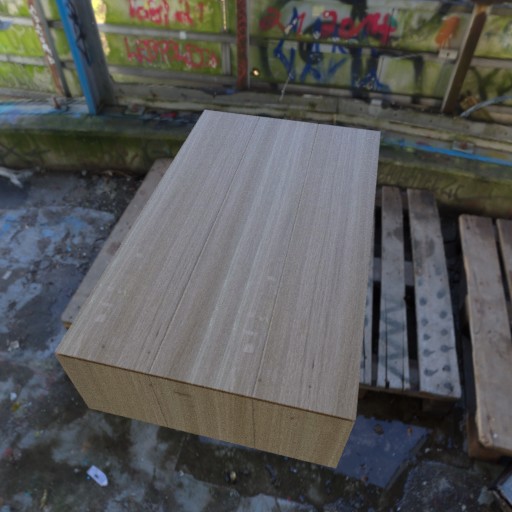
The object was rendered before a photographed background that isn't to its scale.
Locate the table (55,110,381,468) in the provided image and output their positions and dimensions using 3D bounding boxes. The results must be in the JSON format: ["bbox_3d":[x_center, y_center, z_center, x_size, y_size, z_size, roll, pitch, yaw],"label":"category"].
[{"bbox_3d":[0.000,0.000,1.446,0.678,0.353,1.110,10,48,9],"label":"table"}]
